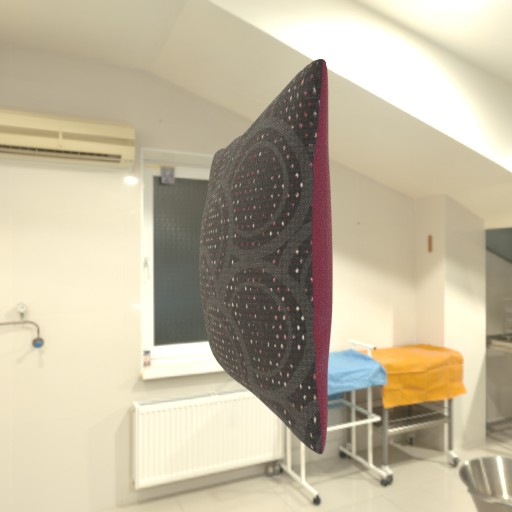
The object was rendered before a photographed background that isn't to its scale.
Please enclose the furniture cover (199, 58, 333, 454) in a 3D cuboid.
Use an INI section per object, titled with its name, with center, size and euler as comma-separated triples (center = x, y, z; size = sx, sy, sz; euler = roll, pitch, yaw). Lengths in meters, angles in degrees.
[furniture cover]
center = 0.000, 0.000, 0.824
size = 0.193, 0.509, 0.552
euler = 0, 0, -18
